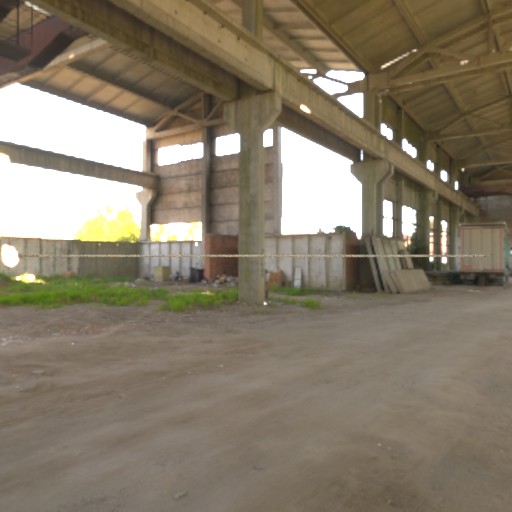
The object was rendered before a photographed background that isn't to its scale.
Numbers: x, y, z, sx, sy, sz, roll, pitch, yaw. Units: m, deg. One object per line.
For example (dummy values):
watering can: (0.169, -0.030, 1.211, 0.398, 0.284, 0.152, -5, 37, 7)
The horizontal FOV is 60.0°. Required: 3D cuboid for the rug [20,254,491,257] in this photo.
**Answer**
rug: (0.000, 0.000, 2.255, 1.730, 0.009, 1.278, 0, 0, 1)
